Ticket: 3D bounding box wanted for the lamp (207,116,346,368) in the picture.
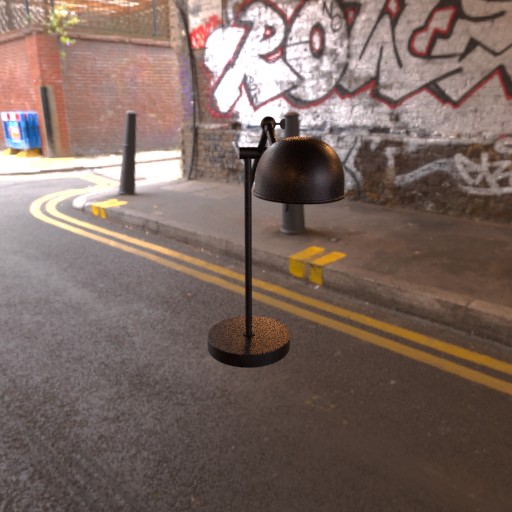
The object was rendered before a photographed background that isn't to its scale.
[{"bbox_3d":[0.000,0.000,0.823,0.185,0.495,0.567,-3,18,-8],"label":"lamp"}]
